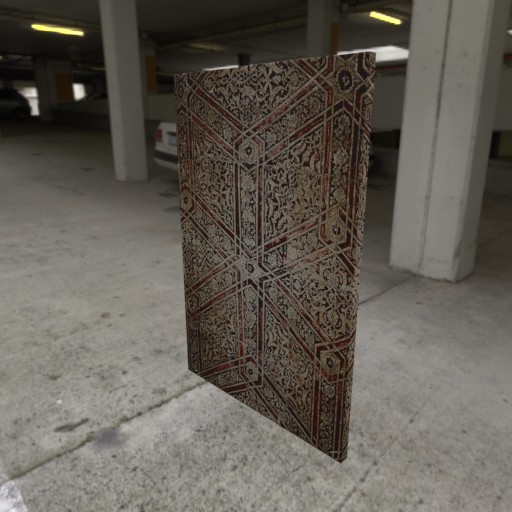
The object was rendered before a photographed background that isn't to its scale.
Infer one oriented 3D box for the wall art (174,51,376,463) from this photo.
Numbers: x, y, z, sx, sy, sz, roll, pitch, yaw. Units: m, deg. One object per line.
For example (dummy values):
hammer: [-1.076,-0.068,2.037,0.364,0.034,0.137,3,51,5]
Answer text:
wall art: [0.000,0.000,1.140,0.599,0.904,0.030,16,23,42]
